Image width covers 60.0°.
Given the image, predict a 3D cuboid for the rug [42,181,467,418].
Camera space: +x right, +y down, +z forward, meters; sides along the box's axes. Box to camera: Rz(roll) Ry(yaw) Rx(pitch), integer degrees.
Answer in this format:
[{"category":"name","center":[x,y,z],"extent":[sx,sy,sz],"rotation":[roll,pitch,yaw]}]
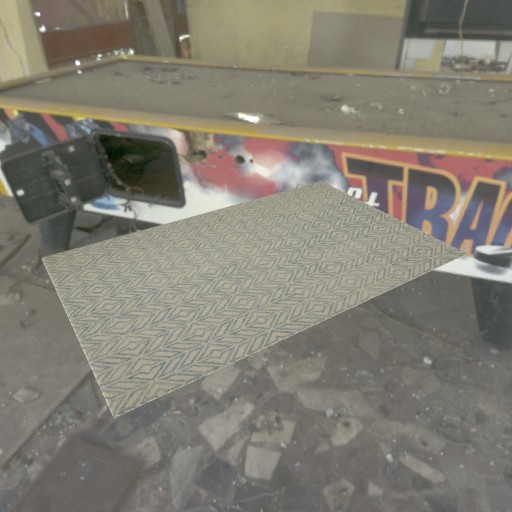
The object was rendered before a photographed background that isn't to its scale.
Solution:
[{"category":"rug","center":[0.000,0.000,3.000],"extent":[2.441,0.008,1.526],"rotation":[-19,37,-28]}]
